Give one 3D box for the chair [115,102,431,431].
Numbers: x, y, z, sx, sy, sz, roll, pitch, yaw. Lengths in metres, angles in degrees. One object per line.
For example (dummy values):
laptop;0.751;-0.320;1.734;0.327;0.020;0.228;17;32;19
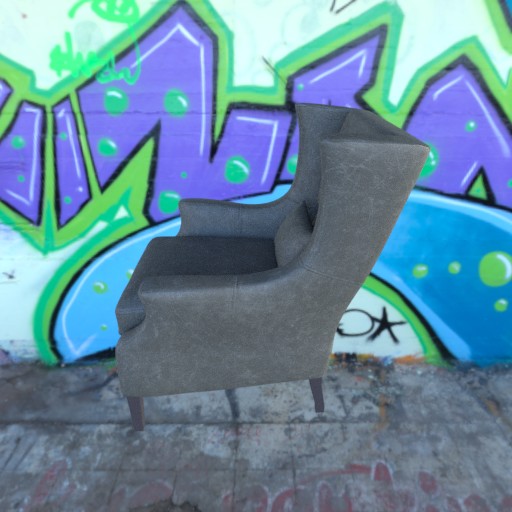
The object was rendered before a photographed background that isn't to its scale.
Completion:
chair;0.000;0.000;1.664;0.926;1.016;0.853;0;26;0
